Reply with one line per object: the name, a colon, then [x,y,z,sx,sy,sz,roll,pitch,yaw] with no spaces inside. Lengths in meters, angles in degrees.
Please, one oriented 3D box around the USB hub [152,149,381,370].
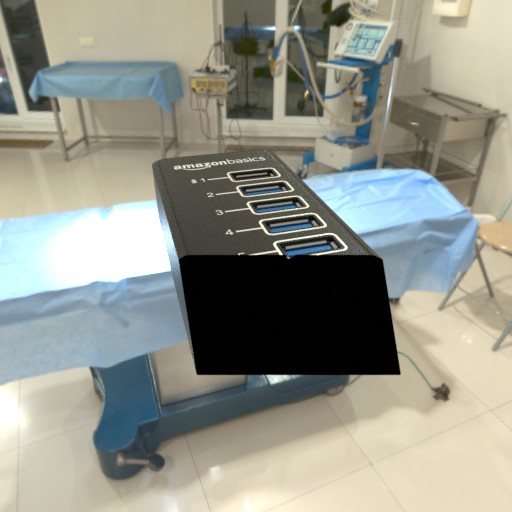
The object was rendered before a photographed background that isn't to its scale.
USB hub: [0.000,0.000,0.121,0.044,0.023,0.110,-9,33,-14]
